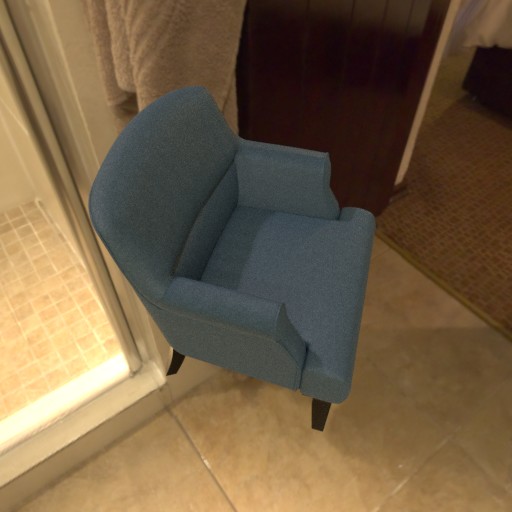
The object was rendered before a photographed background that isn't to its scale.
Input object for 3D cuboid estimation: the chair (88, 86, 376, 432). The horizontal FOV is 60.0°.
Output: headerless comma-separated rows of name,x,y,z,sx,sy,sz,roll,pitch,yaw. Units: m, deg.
chair,0.000,0.000,1.476,0.754,0.878,0.770,12,49,11
